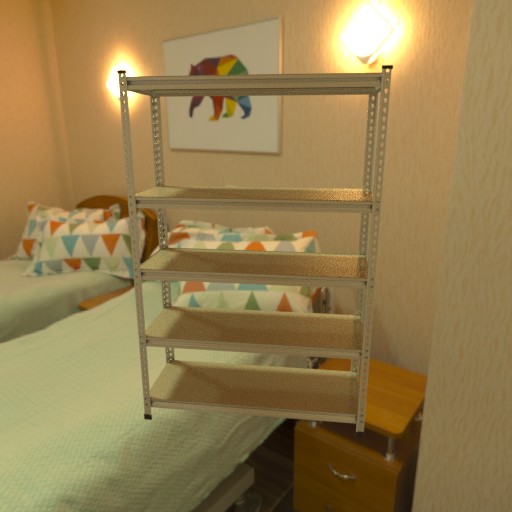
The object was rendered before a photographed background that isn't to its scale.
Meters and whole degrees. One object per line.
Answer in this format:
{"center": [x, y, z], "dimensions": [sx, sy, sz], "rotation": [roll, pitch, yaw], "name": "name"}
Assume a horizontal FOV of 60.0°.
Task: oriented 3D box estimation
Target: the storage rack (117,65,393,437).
{"center": [0.000, 0.000, 2.392], "dimensions": [1.219, 1.829, 0.457], "rotation": [2, 16, 7], "name": "storage rack"}
